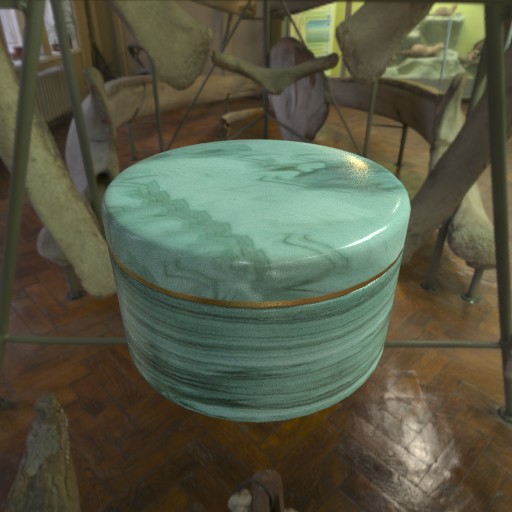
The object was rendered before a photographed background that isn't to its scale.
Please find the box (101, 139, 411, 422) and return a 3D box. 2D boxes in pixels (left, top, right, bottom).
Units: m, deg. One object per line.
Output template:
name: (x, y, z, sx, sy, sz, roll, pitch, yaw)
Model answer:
box: (0.000, 0.000, 0.164, 0.101, 0.063, 0.101, 0, 31, 0)
